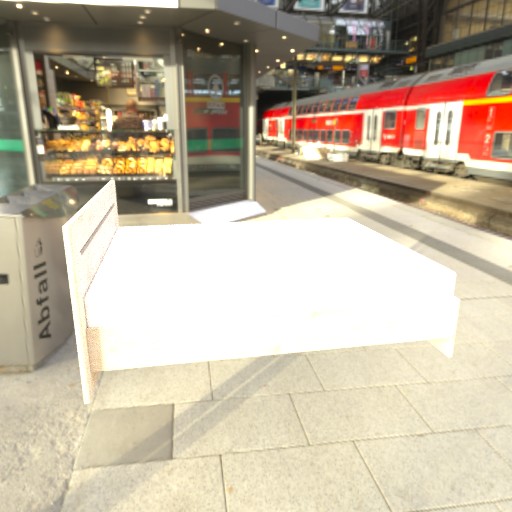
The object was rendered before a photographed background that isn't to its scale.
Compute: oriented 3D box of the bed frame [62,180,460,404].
[{"bbox_3d":[0.000,0.000,3.108,2.080,0.900,1.800,-3,17,-10],"label":"bed frame"}]
